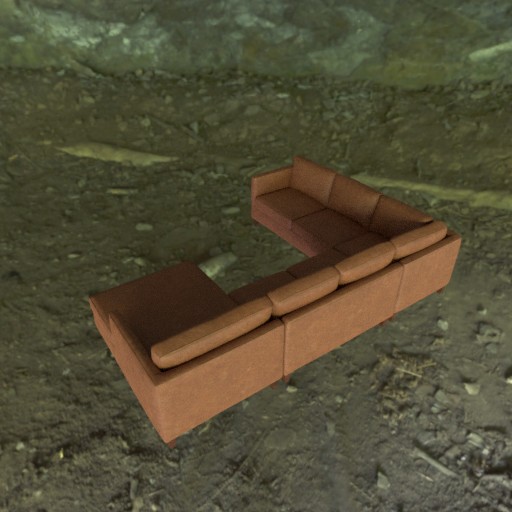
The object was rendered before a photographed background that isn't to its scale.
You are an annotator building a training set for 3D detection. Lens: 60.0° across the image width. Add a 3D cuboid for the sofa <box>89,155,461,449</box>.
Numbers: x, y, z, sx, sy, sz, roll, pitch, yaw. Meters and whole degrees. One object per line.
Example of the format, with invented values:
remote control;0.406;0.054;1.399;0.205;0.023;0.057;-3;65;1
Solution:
sofa;0.000;0.000;4.762;3.460;0.923;2.593;-21;39;-29
